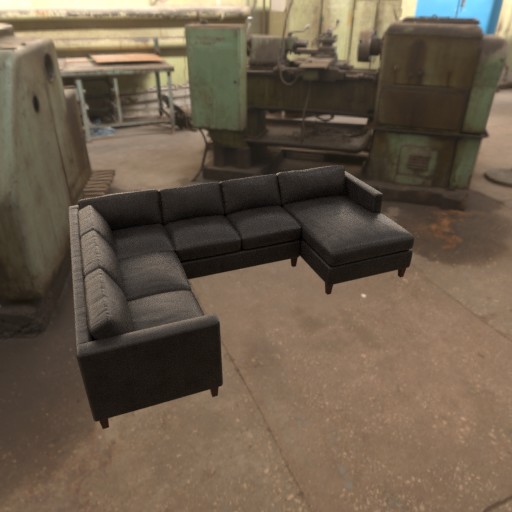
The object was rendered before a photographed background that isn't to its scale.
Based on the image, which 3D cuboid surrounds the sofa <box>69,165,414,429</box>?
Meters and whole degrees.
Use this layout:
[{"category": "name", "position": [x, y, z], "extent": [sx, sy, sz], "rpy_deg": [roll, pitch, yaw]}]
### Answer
[{"category": "sofa", "position": [0.000, 0.000, 4.381], "extent": [3.324, 0.891, 2.452], "rpy_deg": [-11, 32, -18]}]
